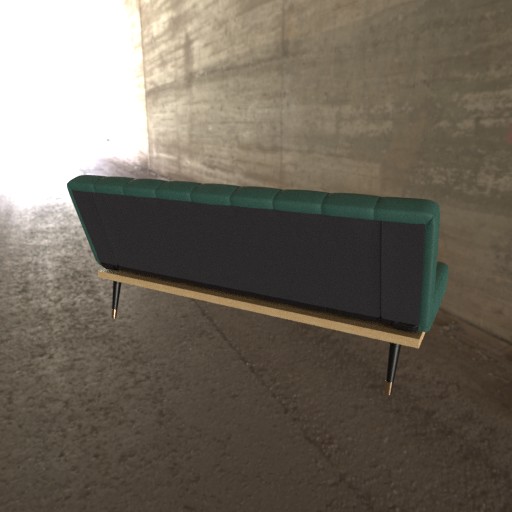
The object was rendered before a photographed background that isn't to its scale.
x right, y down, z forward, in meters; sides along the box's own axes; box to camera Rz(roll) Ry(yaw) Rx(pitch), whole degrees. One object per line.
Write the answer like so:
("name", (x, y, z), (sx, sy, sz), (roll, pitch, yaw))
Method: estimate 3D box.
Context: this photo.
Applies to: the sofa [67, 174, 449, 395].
("sofa", (0.000, 0.000, 2.324), (1.810, 0.820, 0.830), (9, 18, 28))
